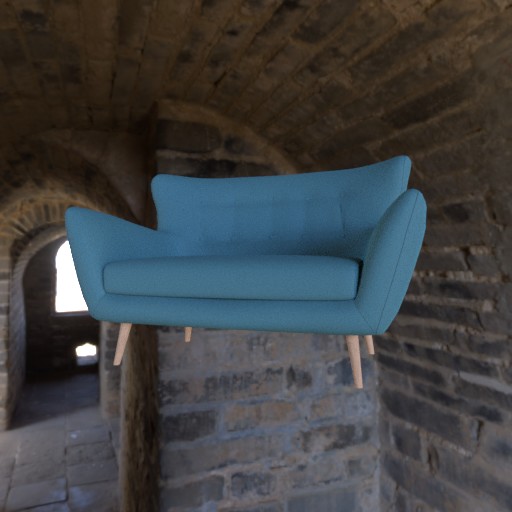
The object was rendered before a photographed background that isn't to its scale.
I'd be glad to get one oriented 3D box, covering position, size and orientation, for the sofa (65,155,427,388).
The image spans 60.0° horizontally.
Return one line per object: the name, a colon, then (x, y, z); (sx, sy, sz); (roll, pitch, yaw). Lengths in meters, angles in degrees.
sofa: (0.000, 0.000, 1.962); (1.397, 0.889, 0.889); (0, -1, 20)
